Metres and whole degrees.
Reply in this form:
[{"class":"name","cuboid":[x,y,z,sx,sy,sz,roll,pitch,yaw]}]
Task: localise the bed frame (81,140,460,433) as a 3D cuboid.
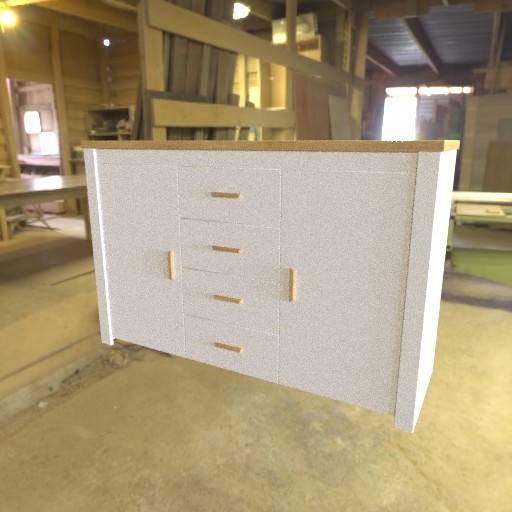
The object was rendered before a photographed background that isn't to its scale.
[{"class":"bed frame","cuboid":[0.000,0.000,1.688,1.300,0.850,0.430,8,16,27]}]
